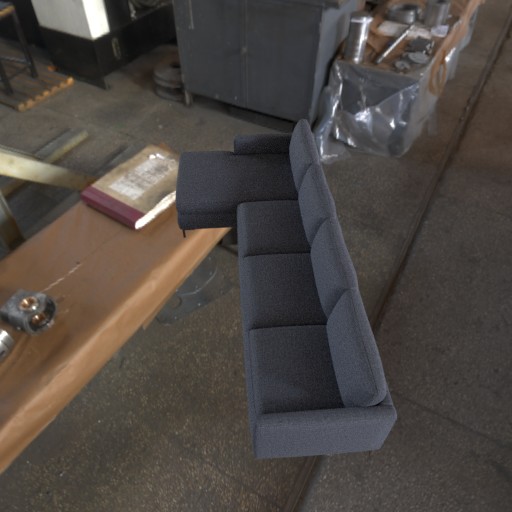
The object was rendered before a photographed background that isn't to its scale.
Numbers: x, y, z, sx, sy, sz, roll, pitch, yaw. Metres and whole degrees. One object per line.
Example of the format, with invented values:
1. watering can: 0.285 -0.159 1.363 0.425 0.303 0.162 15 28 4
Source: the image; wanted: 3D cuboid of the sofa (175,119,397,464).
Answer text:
1. sofa: 0.000 0.000 2.914 1.125 0.673 2.445 -3 47 -3
